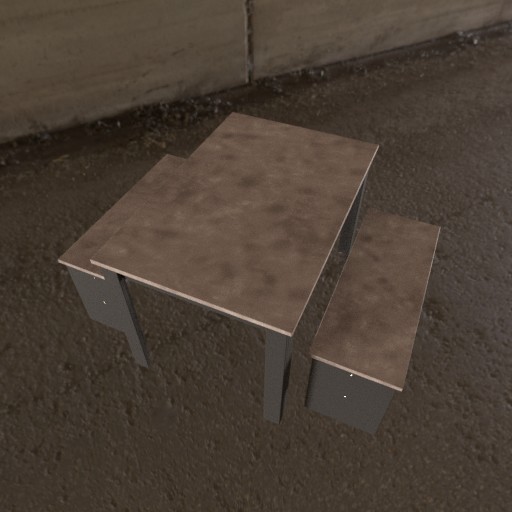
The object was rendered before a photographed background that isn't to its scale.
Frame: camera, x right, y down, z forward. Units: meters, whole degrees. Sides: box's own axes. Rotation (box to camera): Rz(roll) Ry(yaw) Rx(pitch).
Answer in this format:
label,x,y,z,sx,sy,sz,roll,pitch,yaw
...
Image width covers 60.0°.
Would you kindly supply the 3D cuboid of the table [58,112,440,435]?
label,x,y,z,sx,sy,sz,roll,pitch,yaw
table,0.000,0.000,1.996,1.443,0.700,1.100,18,49,16
